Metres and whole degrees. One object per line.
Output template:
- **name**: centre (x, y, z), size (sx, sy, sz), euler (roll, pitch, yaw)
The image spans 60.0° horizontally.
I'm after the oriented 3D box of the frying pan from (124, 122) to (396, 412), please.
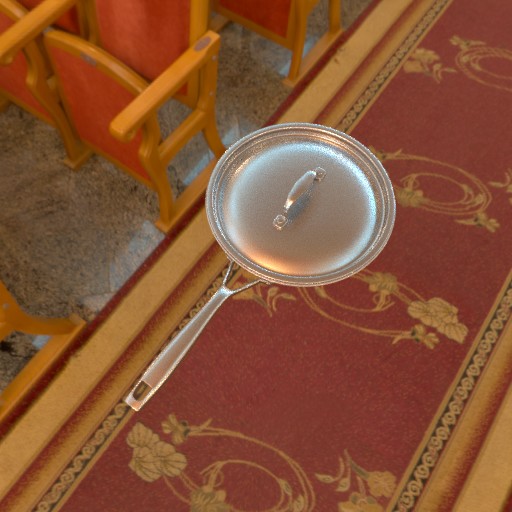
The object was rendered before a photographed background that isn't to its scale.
- **frying pan**: centre (0.000, 0.000, 0.609), size (0.272, 0.086, 0.490), euler (33, 69, 14)
